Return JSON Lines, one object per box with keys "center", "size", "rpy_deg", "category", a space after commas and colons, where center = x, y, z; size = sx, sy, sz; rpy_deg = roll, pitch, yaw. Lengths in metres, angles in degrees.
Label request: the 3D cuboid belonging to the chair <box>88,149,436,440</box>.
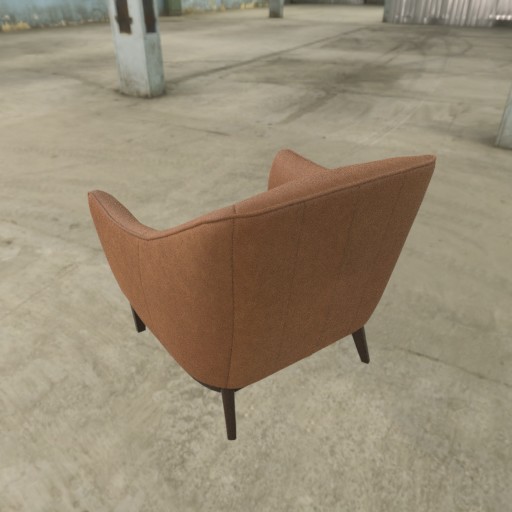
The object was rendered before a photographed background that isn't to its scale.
{"center": [0.000, 0.000, 1.529], "size": [0.871, 0.830, 0.852], "rpy_deg": [-19, 36, -29], "category": "chair"}
